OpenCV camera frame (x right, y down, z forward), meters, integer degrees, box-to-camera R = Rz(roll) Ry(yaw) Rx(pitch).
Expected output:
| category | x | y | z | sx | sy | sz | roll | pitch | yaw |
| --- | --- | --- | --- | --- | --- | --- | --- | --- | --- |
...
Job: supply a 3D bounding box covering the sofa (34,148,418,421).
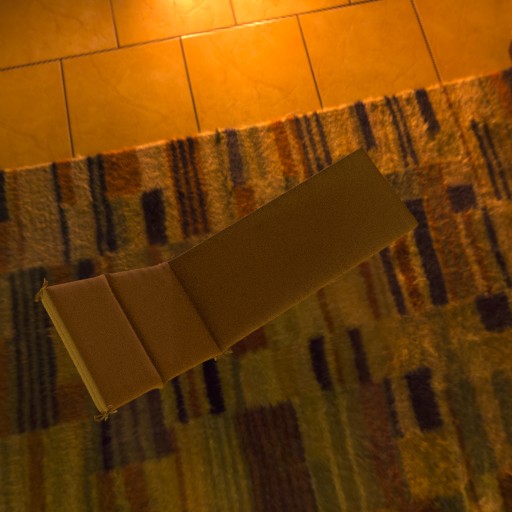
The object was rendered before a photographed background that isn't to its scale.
| category | x | y | z | sx | sy | sz | roll | pitch | yaw |
| --- | --- | --- | --- | --- | --- | --- | --- | --- | --- |
| sofa | 0.000 | 0.000 | 1.980 | 1.663 | 0.622 | 0.582 | -31 | 79 | -7 |
